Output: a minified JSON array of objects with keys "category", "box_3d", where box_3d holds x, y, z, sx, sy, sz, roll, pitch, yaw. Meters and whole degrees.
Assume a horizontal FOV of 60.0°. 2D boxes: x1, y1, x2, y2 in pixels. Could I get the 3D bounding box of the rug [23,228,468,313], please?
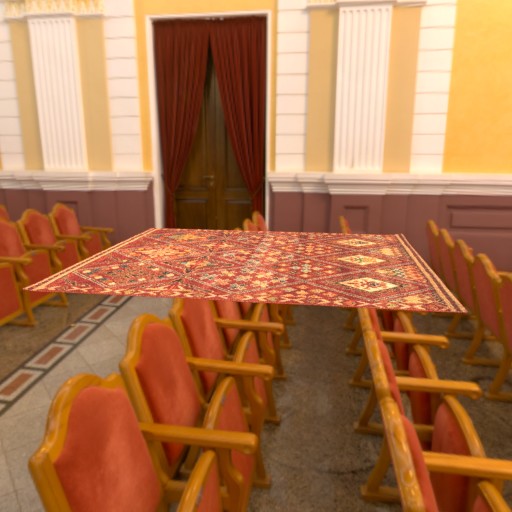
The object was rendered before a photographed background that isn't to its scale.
[{"category":"rug","box_3d":[0.000,0.000,4.197,3.086,0.030,2.489,2,14,8]}]
